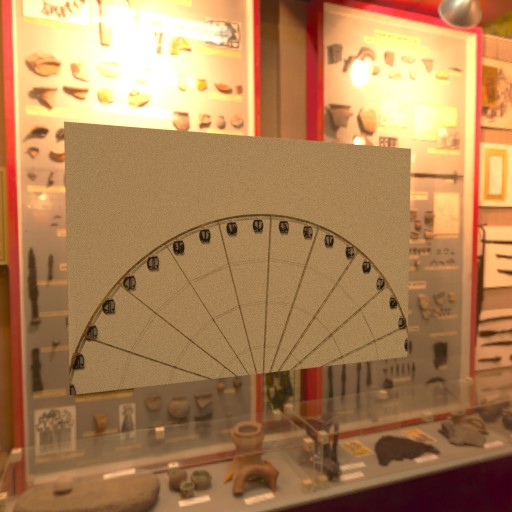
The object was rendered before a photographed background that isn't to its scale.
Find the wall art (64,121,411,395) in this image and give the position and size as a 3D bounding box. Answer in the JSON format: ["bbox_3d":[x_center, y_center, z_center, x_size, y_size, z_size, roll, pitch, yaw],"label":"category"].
[{"bbox_3d":[0.000,0.000,0.491,0.384,0.254,0.039,-1,3,-19],"label":"wall art"}]
